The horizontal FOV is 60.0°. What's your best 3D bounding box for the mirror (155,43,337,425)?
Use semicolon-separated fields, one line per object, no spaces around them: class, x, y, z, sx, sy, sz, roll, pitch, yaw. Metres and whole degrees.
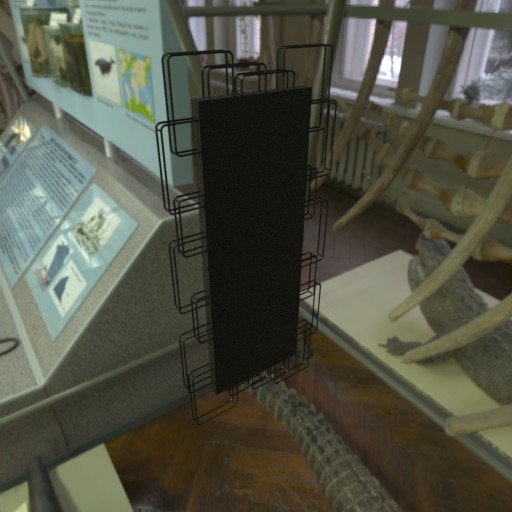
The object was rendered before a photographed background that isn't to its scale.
mirror;0.000;0.000;1.399;0.565;1.192;0.037;-19;35;-30
